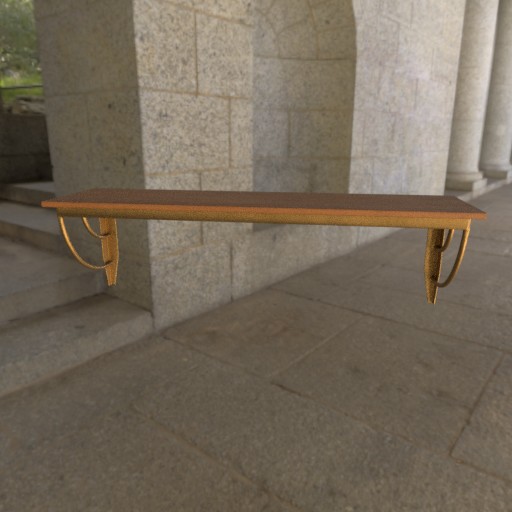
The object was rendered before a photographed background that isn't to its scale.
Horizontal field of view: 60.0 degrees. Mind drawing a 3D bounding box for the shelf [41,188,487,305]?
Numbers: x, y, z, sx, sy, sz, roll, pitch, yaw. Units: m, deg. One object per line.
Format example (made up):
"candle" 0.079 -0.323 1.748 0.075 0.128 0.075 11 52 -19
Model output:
"shelf" 0.000 0.000 0.730 0.636 0.190 0.166 3 16 9
